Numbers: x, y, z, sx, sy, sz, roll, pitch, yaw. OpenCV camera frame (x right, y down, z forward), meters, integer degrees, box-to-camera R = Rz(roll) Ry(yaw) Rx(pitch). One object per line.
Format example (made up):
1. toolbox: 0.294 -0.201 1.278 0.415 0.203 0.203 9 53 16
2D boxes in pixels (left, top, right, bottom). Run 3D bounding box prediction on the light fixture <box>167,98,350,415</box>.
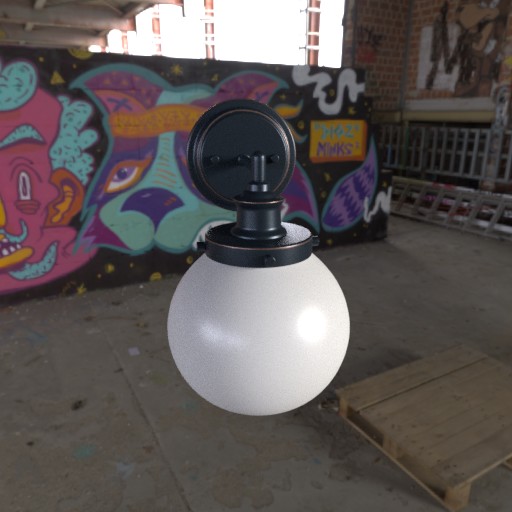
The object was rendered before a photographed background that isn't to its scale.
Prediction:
1. light fixture: 0.000 0.000 0.483 0.197 0.332 0.230 -3 18 -9
